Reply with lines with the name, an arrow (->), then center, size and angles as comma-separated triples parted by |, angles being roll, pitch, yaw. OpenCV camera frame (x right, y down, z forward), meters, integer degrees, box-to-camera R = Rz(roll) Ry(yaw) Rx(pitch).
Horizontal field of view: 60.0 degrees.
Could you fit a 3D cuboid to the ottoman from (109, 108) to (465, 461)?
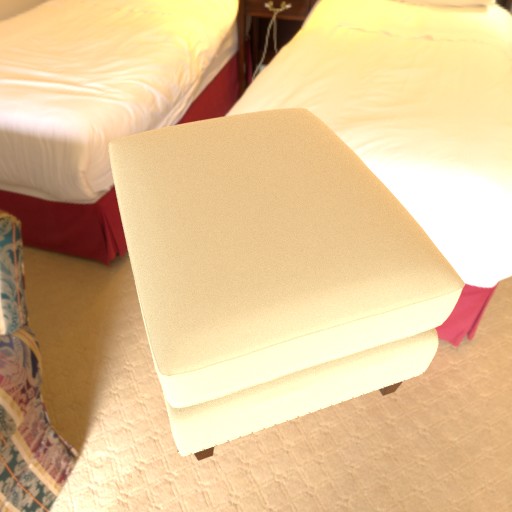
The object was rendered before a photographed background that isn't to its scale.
ottoman -> 0.000, 0.000, 1.107 | 0.584, 0.513, 0.741 | -14, 47, -13
